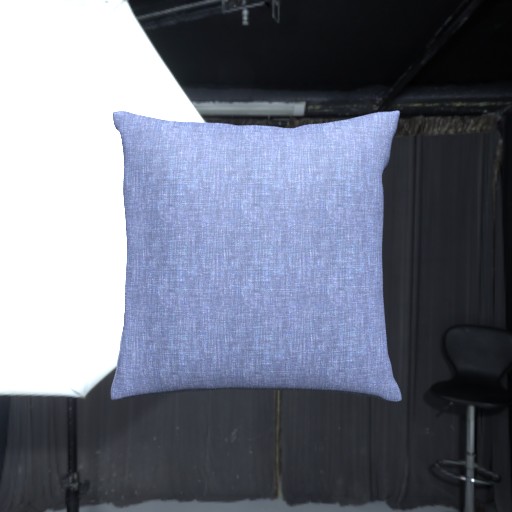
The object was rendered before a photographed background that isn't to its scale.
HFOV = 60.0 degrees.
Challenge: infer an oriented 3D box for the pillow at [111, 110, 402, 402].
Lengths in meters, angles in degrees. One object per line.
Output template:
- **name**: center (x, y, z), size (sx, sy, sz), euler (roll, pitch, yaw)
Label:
- **pillow**: center (0.000, 0.000, 0.780), size (0.510, 0.510, 0.145), euler (0, 0, 0)
